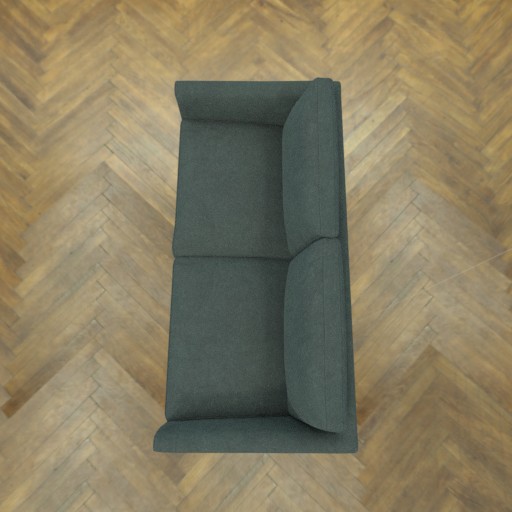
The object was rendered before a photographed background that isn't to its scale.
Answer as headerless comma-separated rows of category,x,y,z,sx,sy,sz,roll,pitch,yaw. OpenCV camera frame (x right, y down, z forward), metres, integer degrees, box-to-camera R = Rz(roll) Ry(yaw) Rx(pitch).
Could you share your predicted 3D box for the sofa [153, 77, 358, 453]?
sofa,0.000,0.000,2.800,1.092,0.838,2.257,0,76,0
